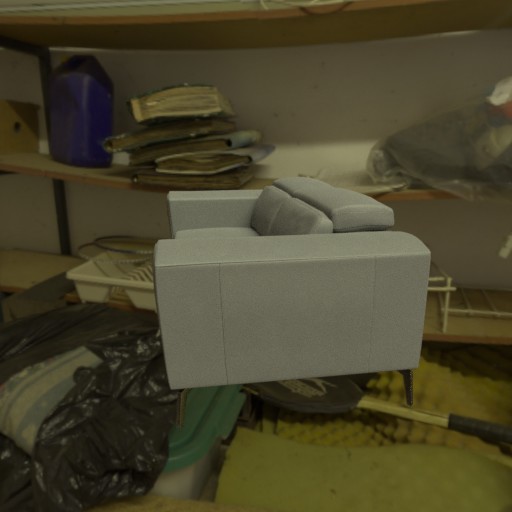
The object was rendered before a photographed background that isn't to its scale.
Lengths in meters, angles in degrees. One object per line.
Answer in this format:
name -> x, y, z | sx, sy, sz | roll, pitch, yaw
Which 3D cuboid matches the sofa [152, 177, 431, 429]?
sofa -> 0.000, 0.000, 2.459 | 1.003, 0.779, 1.895 | -2, 15, -9
